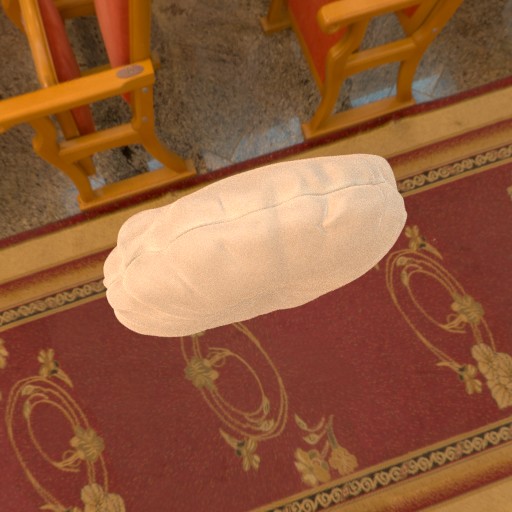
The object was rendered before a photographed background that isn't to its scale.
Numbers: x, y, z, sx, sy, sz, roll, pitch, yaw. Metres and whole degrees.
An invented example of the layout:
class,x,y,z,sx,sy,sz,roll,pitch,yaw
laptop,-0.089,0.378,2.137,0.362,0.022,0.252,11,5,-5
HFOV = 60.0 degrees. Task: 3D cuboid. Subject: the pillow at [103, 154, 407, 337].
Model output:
class,x,y,z,sx,sy,sz,roll,pitch,yaw
pillow,0.000,0.000,0.623,0.428,0.407,0.148,-17,76,-4
